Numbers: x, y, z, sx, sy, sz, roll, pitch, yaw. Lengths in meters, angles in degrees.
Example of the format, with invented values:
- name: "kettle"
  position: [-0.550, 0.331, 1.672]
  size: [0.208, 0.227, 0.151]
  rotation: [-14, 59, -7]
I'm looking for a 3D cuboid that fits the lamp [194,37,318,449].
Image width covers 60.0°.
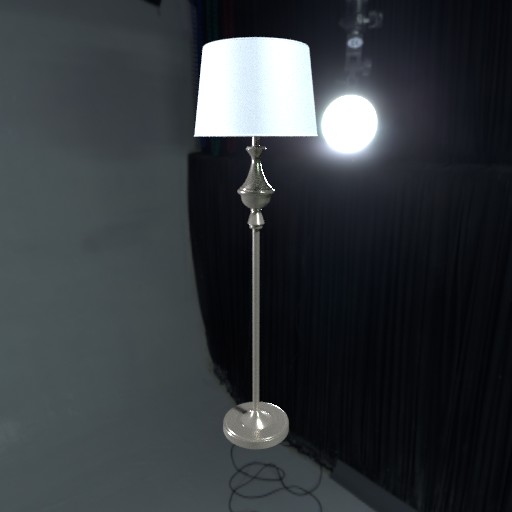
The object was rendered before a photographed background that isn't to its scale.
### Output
- name: "lamp"
  position: [0.000, 0.000, 1.668]
  size: [0.431, 1.488, 0.431]
  rotation: [0, 15, 0]
